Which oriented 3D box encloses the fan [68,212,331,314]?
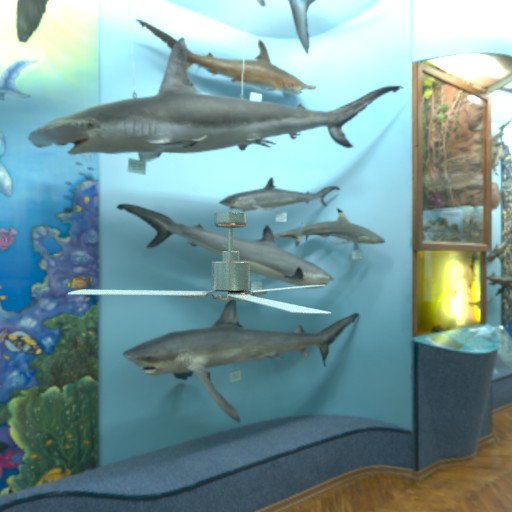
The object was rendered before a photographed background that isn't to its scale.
[{"bbox_3d":[0.000,0.000,2.298,1.561,0.446,1.531,0,0,-35],"label":"fan"}]
